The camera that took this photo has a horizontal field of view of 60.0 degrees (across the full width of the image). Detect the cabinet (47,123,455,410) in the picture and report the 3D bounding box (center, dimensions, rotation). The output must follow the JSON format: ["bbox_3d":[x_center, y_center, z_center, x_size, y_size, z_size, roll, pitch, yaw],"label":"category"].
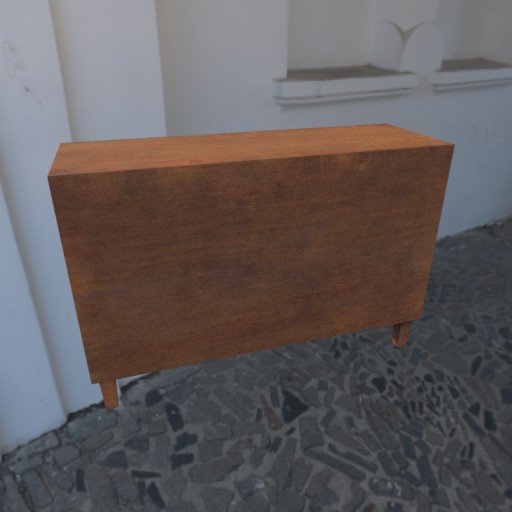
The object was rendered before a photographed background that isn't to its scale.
[{"bbox_3d":[0.000,0.000,1.602,1.204,0.805,0.403,-8,27,-16],"label":"cabinet"}]
